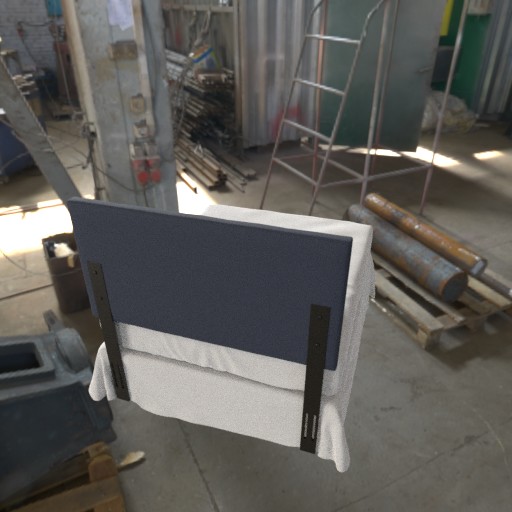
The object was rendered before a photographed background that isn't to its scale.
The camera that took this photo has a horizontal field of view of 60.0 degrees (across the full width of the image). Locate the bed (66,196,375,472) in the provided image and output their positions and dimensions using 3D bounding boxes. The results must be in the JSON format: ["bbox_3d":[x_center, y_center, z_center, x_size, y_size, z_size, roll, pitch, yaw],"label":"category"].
[{"bbox_3d":[0.000,0.000,3.534,1.936,1.577,2.222,9,32,16],"label":"bed"}]
